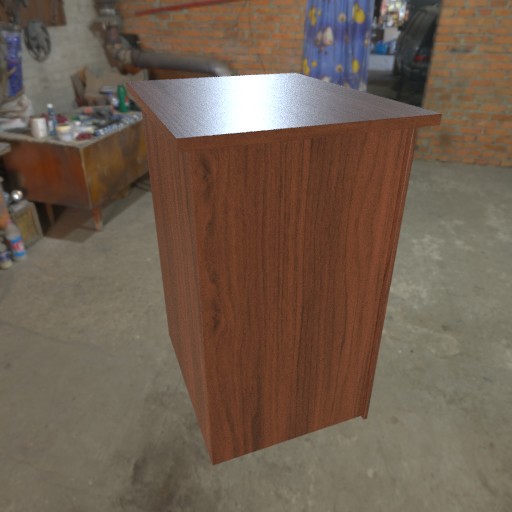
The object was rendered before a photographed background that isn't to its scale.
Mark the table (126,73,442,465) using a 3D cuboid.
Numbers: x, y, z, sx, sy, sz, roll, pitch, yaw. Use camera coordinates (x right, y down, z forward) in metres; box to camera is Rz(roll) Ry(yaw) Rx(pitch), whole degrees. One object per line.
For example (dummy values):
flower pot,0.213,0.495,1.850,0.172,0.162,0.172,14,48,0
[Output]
table,0.000,0.000,0.918,0.381,0.636,0.480,-11,31,-18
